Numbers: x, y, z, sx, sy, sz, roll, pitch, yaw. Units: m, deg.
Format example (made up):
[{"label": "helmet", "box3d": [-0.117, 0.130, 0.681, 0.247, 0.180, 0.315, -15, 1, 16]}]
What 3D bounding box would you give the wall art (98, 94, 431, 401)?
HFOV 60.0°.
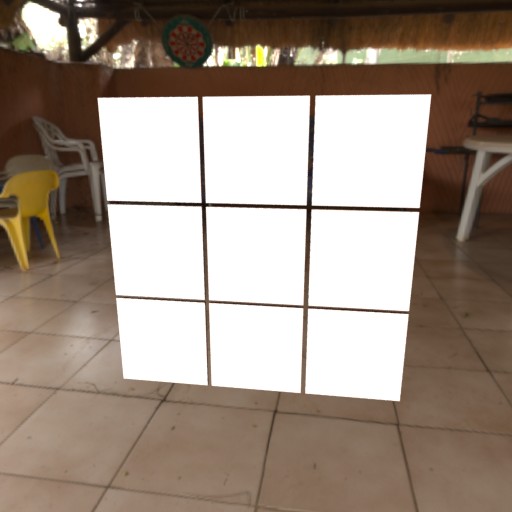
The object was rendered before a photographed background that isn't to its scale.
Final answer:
[{"label": "wall art", "box3d": [0.000, 0.000, 1.834, 1.256, 1.246, 0.017, 2, 16, 8]}]
